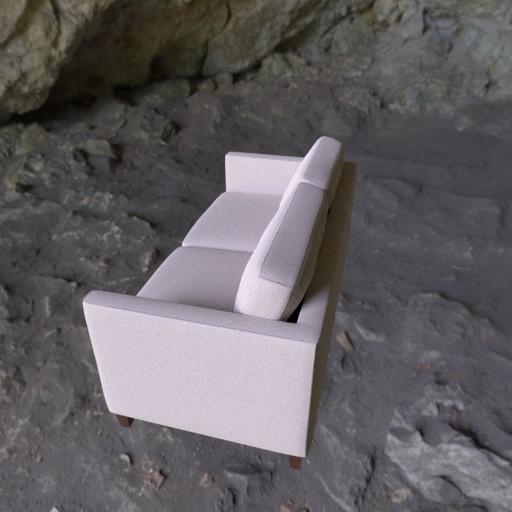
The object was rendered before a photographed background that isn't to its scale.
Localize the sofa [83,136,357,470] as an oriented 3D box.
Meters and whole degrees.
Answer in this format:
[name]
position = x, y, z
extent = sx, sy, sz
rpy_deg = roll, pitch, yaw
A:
[sofa]
position = 0.000, 0.000, 2.286
extent = 0.873, 0.888, 1.722
rpy_deg = 8, 32, 13
